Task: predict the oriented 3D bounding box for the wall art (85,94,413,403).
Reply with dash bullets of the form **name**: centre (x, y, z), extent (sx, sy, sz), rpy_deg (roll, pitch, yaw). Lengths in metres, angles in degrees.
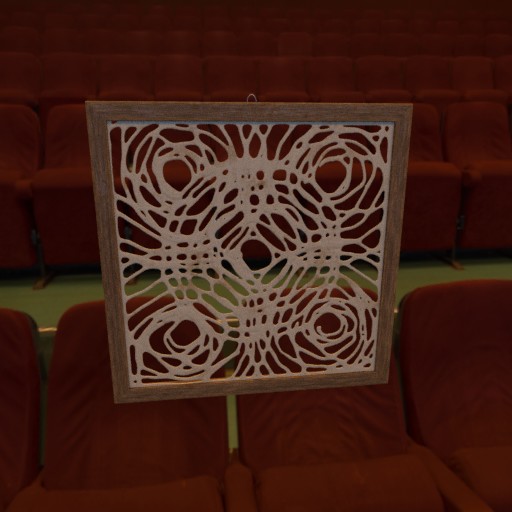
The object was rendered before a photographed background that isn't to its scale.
- **wall art**: centre (0.000, 0.000, 0.834), extent (0.561, 0.576, 0.021), rpy_deg (-2, 16, -7)
